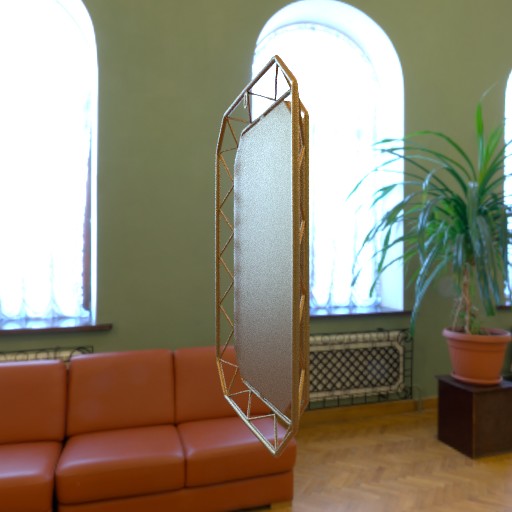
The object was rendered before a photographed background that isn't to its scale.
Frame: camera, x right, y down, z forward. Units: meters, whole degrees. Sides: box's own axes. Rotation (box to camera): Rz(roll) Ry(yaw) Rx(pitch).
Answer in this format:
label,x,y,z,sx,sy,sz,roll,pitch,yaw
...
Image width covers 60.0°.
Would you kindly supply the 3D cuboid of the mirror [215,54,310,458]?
label,x,y,z,sx,sy,sz,roll,pitch,yaw
mirror,0.000,0.000,0.750,0.042,0.566,0.417,0,0,-19
